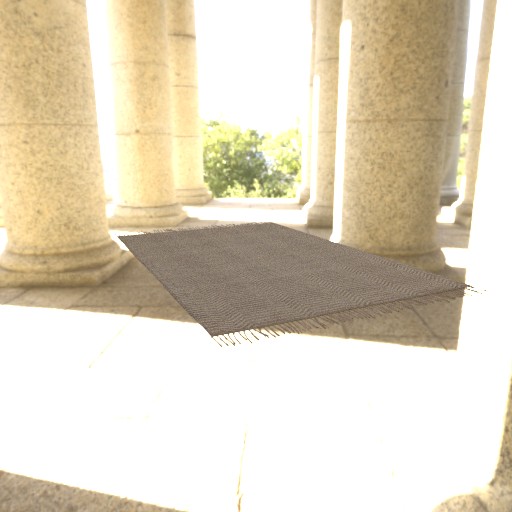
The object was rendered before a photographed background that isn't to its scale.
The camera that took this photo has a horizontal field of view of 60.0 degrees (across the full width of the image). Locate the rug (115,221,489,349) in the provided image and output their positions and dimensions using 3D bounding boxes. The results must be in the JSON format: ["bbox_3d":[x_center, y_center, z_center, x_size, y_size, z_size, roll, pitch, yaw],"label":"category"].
[{"bbox_3d":[0.000,0.000,3.101,1.528,0.034,2.523,-7,15,-25],"label":"rug"}]
